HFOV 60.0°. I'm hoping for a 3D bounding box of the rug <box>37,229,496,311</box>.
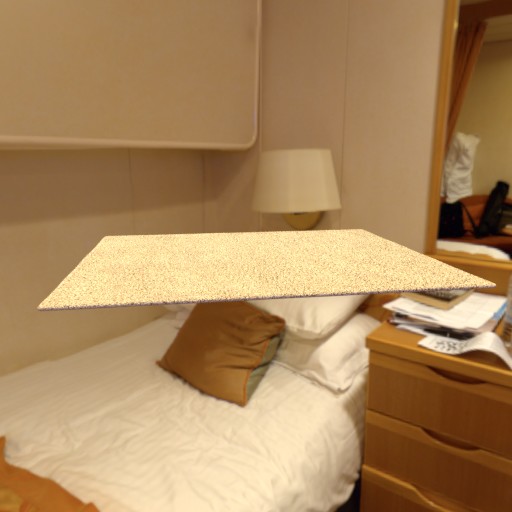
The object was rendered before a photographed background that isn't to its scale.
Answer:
[{"bbox_3d":[0.000,0.000,4.043,3.047,0.029,2.438,-2,13,-9],"label":"rug"}]
